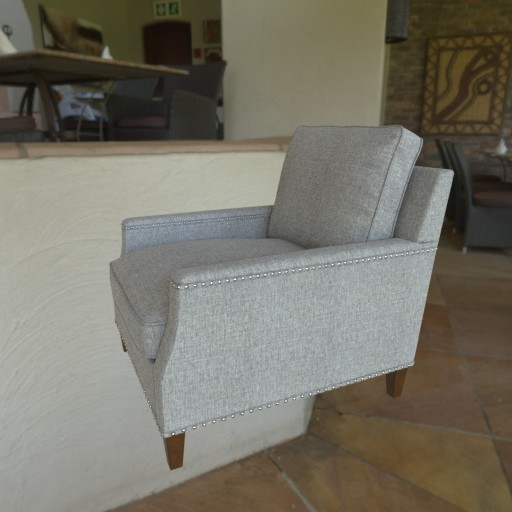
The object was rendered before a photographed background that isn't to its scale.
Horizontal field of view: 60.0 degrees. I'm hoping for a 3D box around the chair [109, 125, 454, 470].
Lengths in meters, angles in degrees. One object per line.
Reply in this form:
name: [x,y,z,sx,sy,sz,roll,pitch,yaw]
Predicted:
chair: [0.000,0.000,1.658,1.014,0.943,0.853,-8,18,-24]
